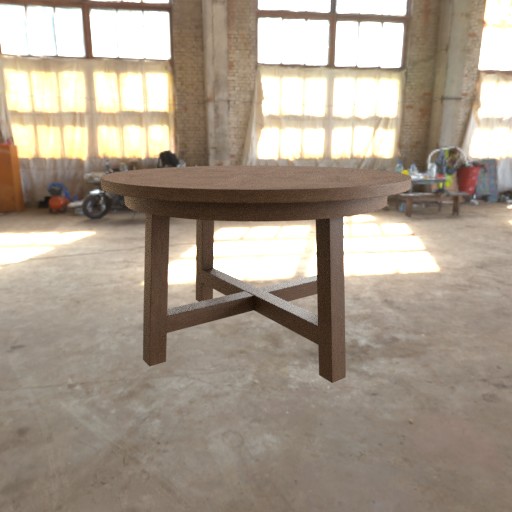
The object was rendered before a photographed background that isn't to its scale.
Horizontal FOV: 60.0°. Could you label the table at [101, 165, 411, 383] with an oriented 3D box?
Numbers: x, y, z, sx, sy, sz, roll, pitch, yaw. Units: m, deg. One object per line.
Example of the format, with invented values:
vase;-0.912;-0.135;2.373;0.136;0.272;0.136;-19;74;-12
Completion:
table;0.000;0.000;2.081;1.319;0.762;1.319;0;15;0
